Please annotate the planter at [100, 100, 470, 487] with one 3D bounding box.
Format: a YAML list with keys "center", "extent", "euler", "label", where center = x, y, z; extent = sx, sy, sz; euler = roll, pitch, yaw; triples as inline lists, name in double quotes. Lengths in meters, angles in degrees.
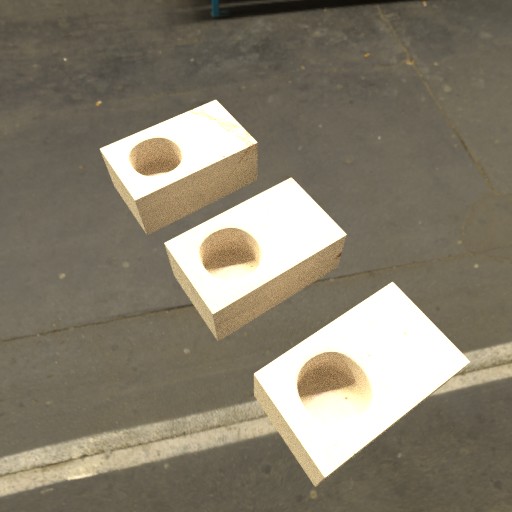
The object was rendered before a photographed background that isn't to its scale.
- center: [0.000, 0.000, 0.378]
  extent: [0.127, 0.051, 0.333]
  euler: [-30, 62, -18]
  label: "planter"
